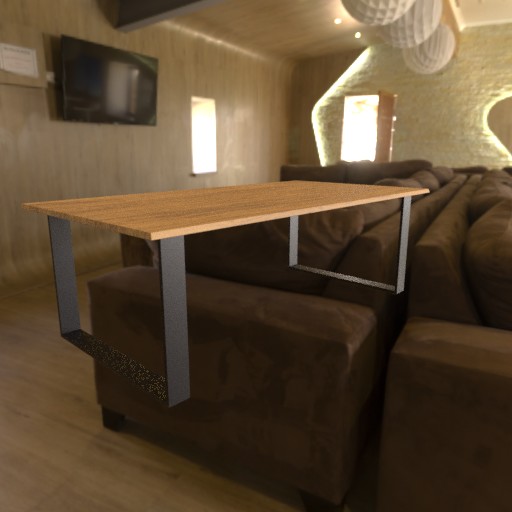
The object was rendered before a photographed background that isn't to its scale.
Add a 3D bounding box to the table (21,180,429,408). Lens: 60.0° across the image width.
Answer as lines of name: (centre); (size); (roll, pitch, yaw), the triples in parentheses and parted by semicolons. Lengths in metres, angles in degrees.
table: (0.000, 0.000, 1.623); (0.693, 0.445, 1.331); (13, 19, 42)
